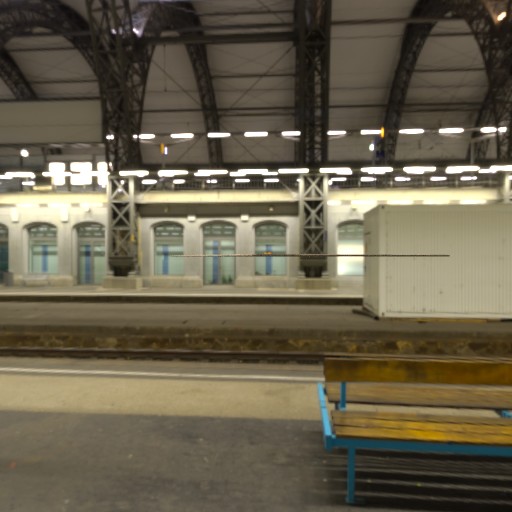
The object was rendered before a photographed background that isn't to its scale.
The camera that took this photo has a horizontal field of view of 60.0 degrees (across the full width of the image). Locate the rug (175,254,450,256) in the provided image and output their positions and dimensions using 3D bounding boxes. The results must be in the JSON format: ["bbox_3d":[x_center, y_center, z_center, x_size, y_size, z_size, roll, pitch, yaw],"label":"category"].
[{"bbox_3d":[0.000,0.000,2.691,0.766,0.008,2.432,0,0,-17],"label":"rug"}]
